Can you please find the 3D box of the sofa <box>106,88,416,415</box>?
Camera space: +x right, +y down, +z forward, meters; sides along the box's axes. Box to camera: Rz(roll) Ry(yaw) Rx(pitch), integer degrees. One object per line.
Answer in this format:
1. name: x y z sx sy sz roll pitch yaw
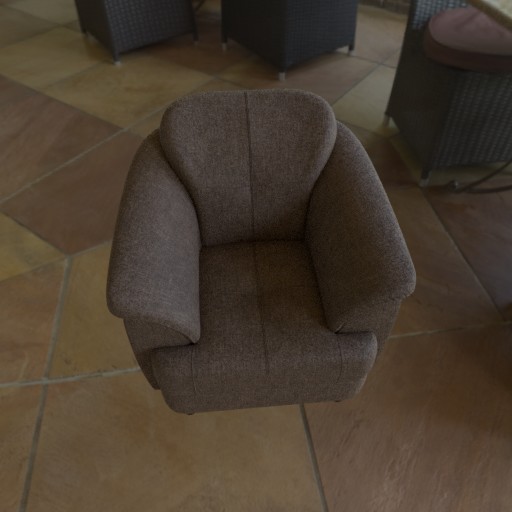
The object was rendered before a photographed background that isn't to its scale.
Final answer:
1. sofa: 0.000 0.000 1.491 0.870 0.811 0.794 -4 47 -4
